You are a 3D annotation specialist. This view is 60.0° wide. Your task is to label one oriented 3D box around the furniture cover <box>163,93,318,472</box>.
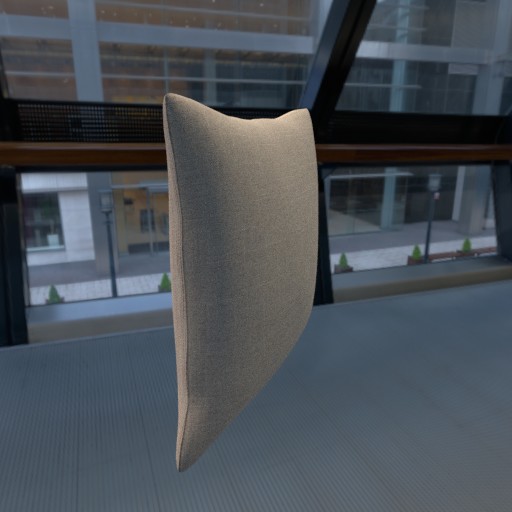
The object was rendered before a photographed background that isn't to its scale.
[{"bbox_3d":[0.000,0.000,0.775,0.178,0.506,0.512,7,18,23],"label":"furniture cover"}]
